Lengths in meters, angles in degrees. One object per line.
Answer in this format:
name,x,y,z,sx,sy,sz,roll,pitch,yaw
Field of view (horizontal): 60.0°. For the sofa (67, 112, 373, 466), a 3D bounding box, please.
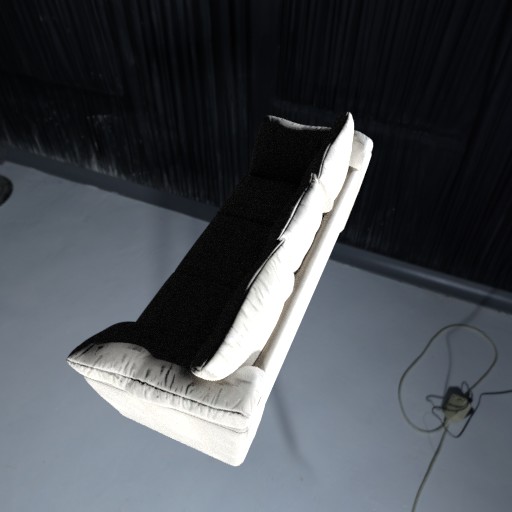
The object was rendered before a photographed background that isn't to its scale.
sofa,0.000,0.000,2.756,0.878,0.996,2.334,17,49,16
